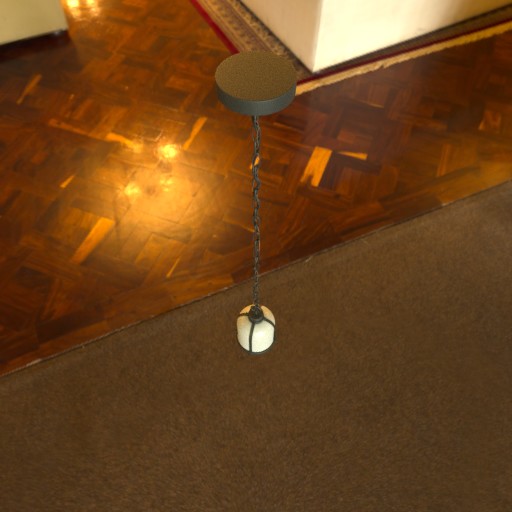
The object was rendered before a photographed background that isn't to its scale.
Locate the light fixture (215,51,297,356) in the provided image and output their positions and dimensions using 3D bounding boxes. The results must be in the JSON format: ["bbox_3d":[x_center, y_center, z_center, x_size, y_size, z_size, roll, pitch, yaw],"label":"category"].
[{"bbox_3d":[0.000,0.000,1.279,0.178,1.181,0.178,14,58,9],"label":"light fixture"}]
